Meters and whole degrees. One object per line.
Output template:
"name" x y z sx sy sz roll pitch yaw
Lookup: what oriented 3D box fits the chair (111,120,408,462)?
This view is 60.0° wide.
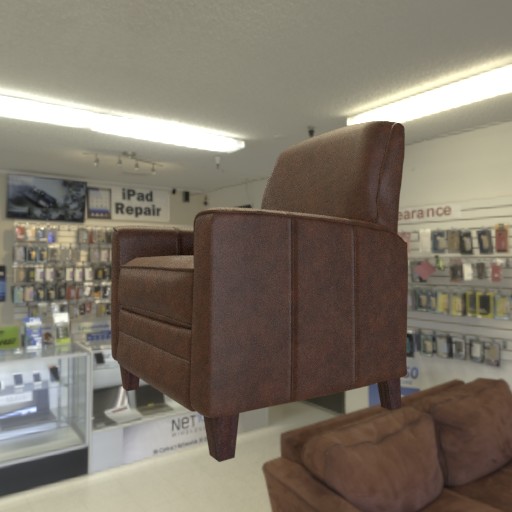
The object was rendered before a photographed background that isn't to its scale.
"chair" 0.000 0.000 1.591 0.850 1.010 0.839 0 0 -34
